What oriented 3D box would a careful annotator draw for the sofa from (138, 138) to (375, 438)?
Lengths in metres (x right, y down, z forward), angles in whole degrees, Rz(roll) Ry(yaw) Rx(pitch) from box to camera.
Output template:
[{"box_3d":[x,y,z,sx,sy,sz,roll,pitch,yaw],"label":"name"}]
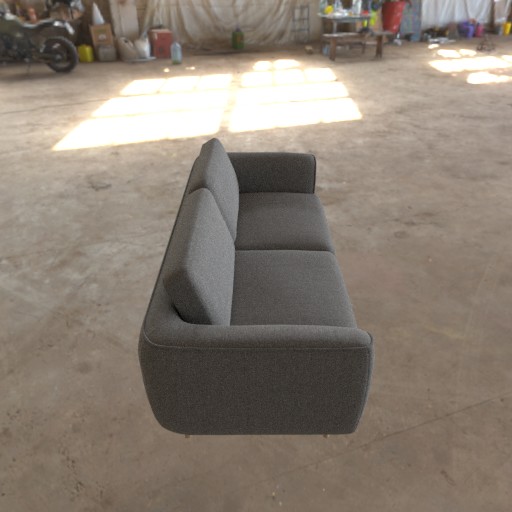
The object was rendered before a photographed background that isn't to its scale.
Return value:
[{"box_3d":[0.000,0.000,2.455,0.920,0.870,2.000,0,33,0],"label":"sofa"}]
